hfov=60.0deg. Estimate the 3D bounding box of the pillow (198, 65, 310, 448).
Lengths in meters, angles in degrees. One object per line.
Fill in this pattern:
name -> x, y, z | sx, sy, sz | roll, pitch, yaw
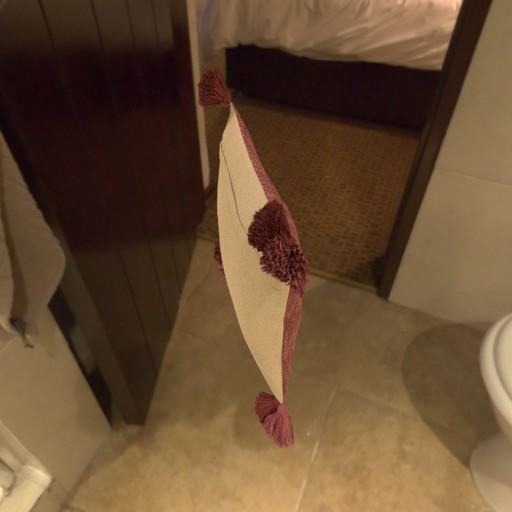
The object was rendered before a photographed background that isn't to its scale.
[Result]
pillow -> 0.000, 0.000, 0.973 | 0.138, 0.659, 0.641 | -10, 47, -10
